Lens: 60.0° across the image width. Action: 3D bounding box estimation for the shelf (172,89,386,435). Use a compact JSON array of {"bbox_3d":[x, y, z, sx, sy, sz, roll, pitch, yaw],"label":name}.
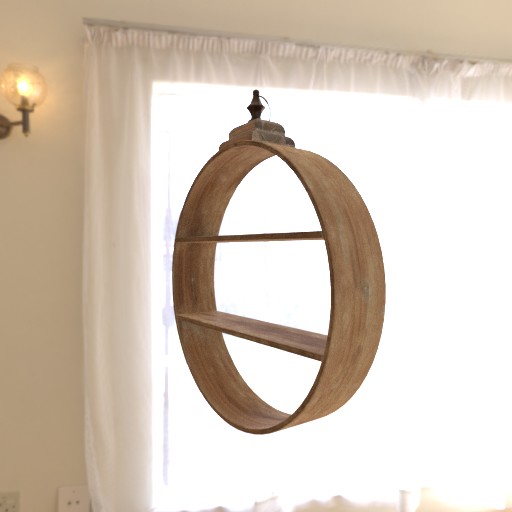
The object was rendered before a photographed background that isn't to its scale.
[{"bbox_3d":[0.000,0.000,0.972,0.125,0.725,0.601,-1,1,-35],"label":"shelf"}]
